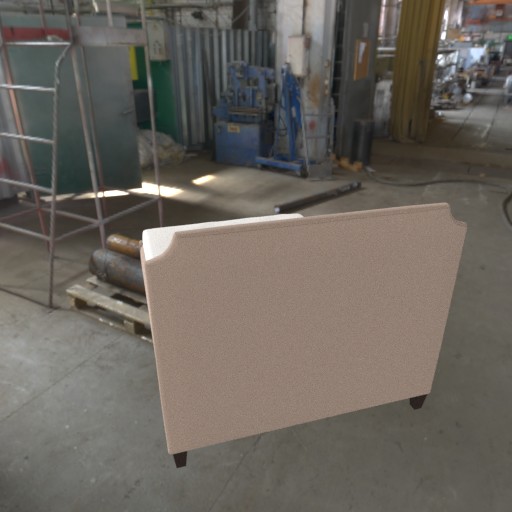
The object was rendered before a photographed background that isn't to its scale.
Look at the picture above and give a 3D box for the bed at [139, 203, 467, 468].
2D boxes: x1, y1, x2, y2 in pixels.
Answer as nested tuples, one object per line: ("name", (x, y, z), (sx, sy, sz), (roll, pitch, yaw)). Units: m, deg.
("bed", (0.000, 0.000, 3.415), (1.713, 1.443, 2.372), (-7, 26, -15))
